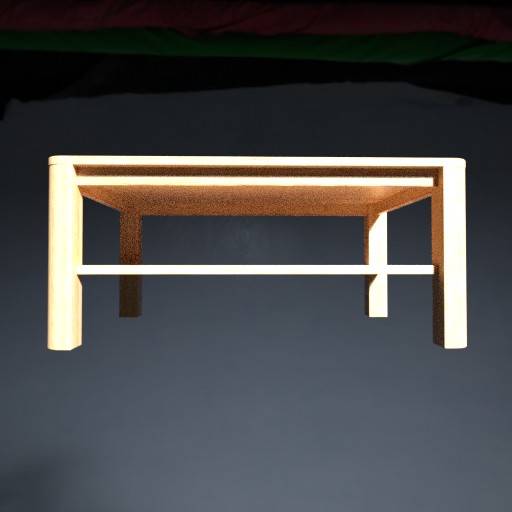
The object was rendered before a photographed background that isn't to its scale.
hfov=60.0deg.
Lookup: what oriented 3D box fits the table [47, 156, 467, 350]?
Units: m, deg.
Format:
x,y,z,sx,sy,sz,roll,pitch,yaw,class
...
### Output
x,y,z,sx,sy,sz,roll,pitch,yaw,class
0.000,0.000,1.370,0.997,0.445,0.696,0,-1,-1,table
